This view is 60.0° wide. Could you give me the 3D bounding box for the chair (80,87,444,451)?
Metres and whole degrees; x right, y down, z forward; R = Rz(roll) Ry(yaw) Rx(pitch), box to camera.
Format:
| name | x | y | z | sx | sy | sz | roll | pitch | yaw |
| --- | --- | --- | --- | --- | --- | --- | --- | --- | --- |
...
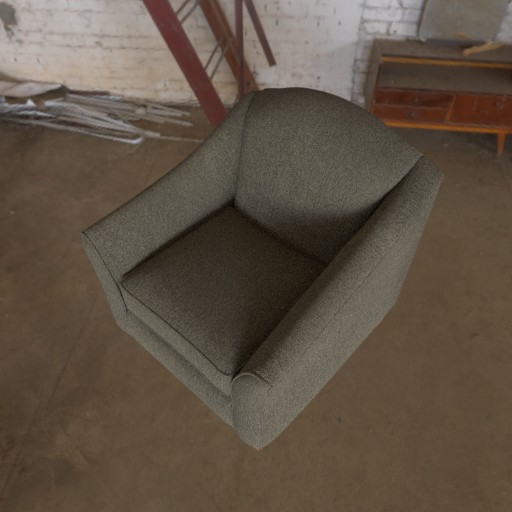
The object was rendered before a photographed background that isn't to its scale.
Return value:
| name | x | y | z | sx | sy | sz | roll | pitch | yaw |
| --- | --- | --- | --- | --- | --- | --- | --- | --- | --- |
| chair | 0.000 | 0.000 | 1.442 | 0.763 | 0.839 | 0.787 | 33 | 54 | 28 |
